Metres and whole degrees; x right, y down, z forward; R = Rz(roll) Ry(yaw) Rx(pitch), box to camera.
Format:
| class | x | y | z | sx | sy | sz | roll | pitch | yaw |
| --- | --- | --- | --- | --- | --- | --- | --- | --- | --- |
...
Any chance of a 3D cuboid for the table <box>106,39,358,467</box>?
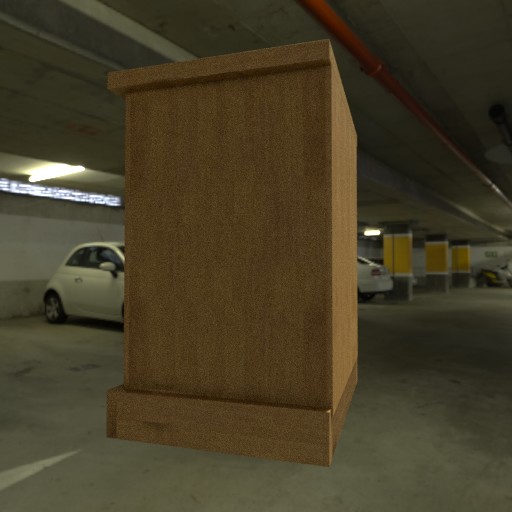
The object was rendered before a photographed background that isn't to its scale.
| class | x | y | z | sx | sy | sz | roll | pitch | yaw |
| --- | --- | --- | --- | --- | --- | --- | --- | --- | --- |
| table | 0.000 | 0.000 | 1.227 | 0.500 | 0.813 | 0.660 | 0 | -1 | 17 |
